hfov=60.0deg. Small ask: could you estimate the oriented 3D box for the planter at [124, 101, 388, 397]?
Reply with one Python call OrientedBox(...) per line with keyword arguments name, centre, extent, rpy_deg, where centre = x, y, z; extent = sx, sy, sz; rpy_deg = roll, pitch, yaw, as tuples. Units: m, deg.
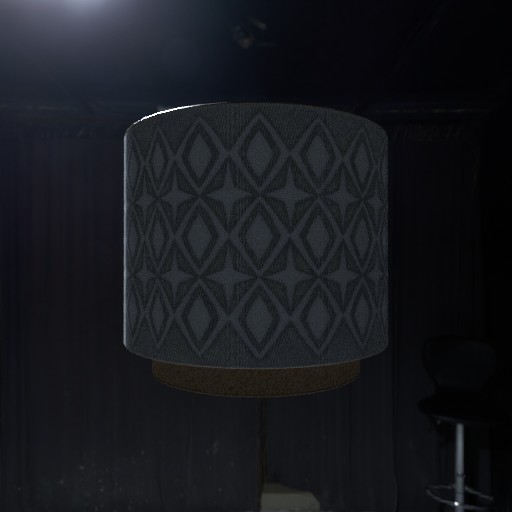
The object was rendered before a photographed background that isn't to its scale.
OrientedBox(name="planter", centre=(0.000, 0.000, 0.446), extent=(0.255, 0.223, 0.255), rpy_deg=(0, 0, 0))
